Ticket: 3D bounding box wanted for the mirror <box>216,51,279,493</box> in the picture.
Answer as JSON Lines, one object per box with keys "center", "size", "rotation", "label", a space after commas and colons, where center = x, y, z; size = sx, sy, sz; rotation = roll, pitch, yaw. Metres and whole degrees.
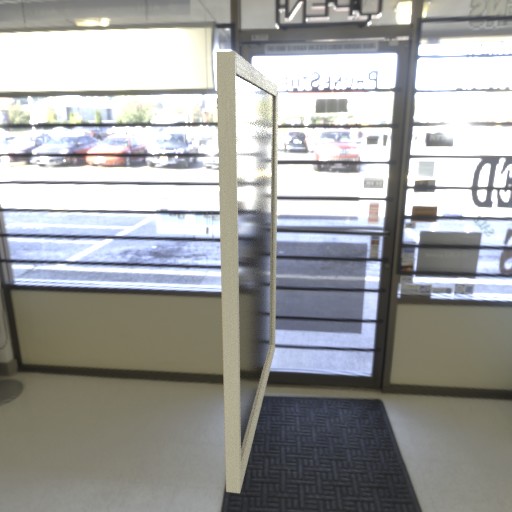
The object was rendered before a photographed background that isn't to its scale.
{"center": [0.000, 0.000, 1.330], "size": [0.040, 1.016, 0.762], "rotation": [3, 16, 9], "label": "mirror"}
